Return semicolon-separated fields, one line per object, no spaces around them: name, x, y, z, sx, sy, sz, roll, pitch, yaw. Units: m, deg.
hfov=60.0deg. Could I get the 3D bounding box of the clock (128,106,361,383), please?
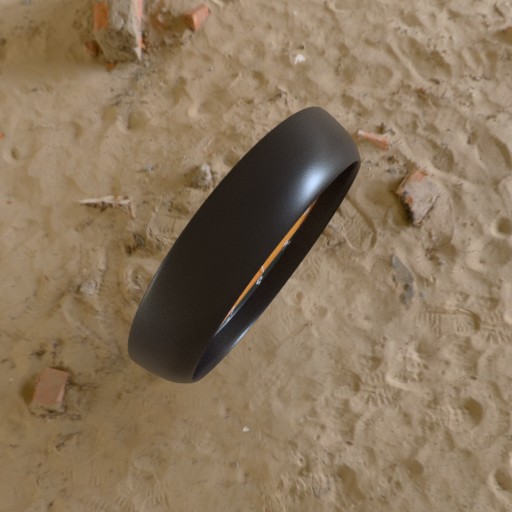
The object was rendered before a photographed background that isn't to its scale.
clock;0.000;0.000;0.442;0.060;0.300;0.300;37;78;10
